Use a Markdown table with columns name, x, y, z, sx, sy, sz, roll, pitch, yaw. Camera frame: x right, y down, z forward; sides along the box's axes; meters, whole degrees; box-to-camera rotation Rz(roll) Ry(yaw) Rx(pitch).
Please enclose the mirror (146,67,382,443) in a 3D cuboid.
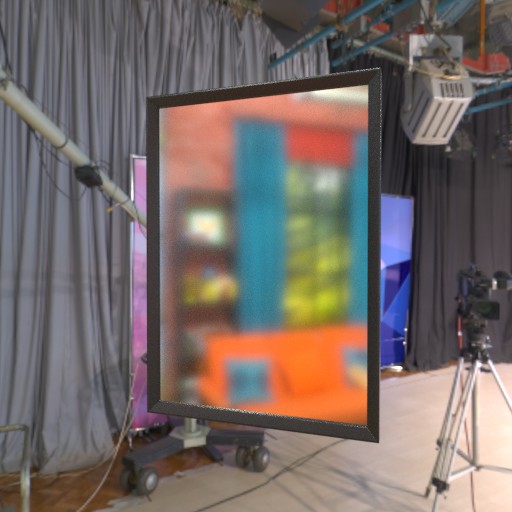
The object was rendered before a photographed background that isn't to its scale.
| name | x | y | z | sx | sy | sz | roll | pitch | yaw |
| --- | --- | --- | --- | --- | --- | --- | --- | --- | --- |
| mirror | 0.000 | 0.000 | 0.936 | 0.507 | 0.710 | 0.039 | 0 | 1 | 18 |
